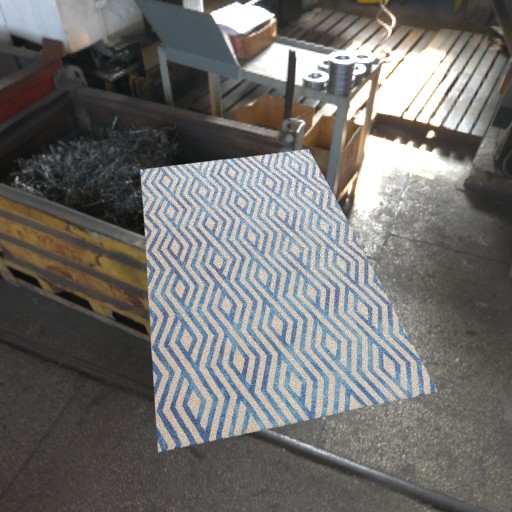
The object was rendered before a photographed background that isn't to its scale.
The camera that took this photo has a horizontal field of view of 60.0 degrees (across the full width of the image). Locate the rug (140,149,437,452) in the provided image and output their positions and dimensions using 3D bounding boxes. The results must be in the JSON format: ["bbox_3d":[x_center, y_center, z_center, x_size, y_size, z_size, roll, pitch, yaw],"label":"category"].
[{"bbox_3d":[0.000,0.000,3.148,1.531,0.008,2.439,-9,47,-8],"label":"rug"}]
